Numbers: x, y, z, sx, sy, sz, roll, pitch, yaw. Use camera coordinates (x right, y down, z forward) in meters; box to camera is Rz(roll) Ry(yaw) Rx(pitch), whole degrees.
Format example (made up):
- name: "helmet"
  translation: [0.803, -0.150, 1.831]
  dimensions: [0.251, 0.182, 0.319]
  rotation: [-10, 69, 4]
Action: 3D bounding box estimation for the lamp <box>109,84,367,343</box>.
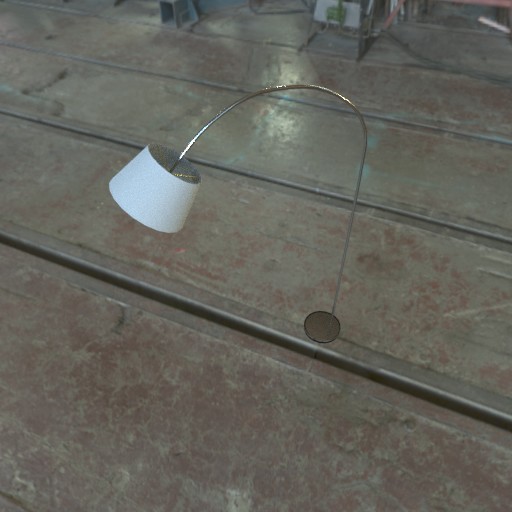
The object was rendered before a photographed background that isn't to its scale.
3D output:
- name: "lamp"
  translation: [0.000, 0.000, 2.719]
  dimensions: [1.445, 2.098, 0.406]
  rotation: [-16, 47, -15]
